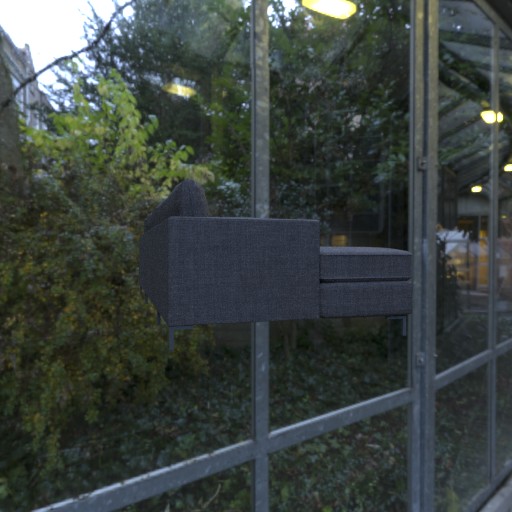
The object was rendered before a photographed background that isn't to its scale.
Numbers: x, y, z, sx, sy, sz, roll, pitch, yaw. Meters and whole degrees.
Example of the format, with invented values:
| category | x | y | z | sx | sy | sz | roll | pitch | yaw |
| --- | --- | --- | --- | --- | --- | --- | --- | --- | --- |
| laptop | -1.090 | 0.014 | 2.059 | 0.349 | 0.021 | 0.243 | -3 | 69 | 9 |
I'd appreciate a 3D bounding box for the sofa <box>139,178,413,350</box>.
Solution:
| category | x | y | z | sx | sy | sz | roll | pitch | yaw |
| --- | --- | --- | --- | --- | --- | --- | --- | --- | --- |
| sofa | 0.000 | 0.000 | 4.296 | 2.048 | 0.999 | 3.423 | 0 | 1 | -17 |
